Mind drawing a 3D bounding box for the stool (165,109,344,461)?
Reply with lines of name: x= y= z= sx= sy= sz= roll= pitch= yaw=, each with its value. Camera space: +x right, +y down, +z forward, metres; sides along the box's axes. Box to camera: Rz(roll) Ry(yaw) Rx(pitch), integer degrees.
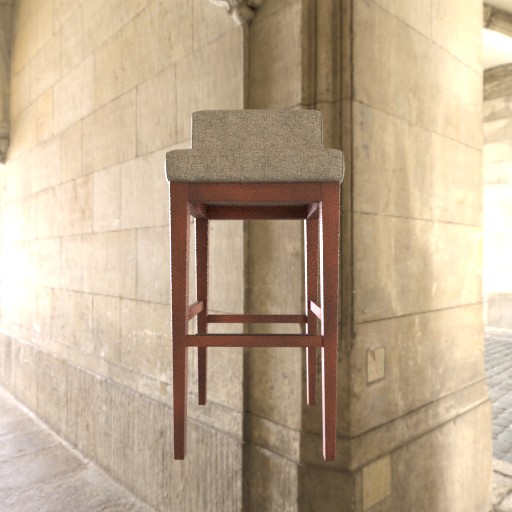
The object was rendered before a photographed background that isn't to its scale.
stool: x=0.000 y=0.000 z=1.264 sx=0.426 sy=0.965 sz=0.499 roll=0 pitch=0 yaw=1
